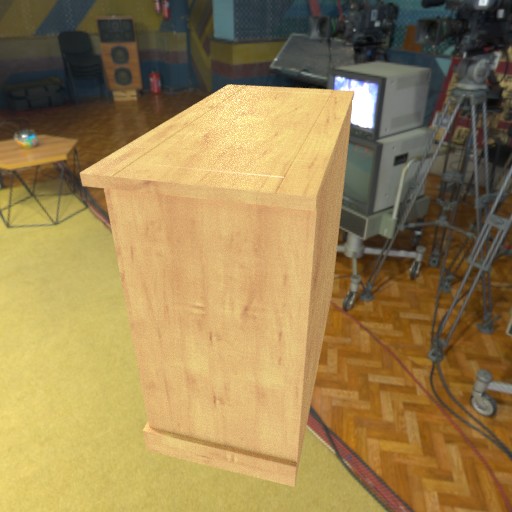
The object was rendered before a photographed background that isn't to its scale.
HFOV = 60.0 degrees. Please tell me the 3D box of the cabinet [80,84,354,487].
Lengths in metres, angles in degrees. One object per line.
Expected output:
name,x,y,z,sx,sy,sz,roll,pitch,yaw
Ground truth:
cabinet,0.000,0.000,1.389,0.450,0.840,0.920,8,32,12
